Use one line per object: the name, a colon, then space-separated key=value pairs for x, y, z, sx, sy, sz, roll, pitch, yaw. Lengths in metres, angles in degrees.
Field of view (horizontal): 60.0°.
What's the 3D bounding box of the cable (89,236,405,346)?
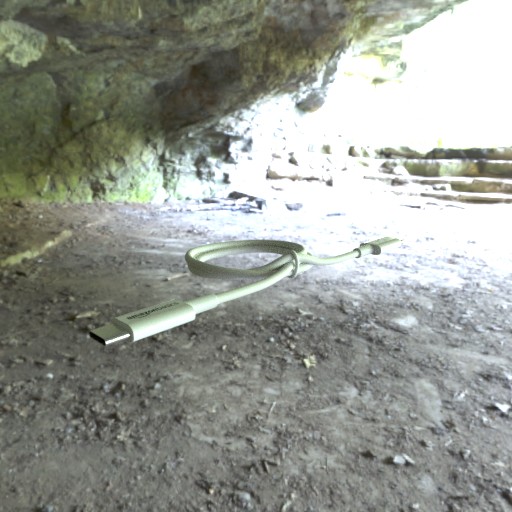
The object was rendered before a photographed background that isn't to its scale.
cable: x=0.000 y=0.000 z=0.229 sx=0.070 sy=0.014 sz=0.203 roll=13 pitch=19 yaw=42
